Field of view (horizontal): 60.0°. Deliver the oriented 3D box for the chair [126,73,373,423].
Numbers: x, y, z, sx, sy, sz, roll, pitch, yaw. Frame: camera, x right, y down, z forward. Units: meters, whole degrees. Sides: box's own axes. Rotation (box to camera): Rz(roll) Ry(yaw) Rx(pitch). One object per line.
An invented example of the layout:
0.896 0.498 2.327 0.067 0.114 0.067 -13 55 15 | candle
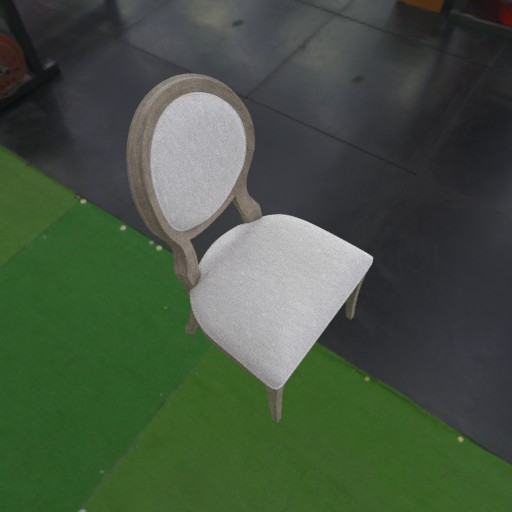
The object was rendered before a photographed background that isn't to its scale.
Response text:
0.000 0.000 1.386 0.602 0.990 0.558 33 63 19 | chair
